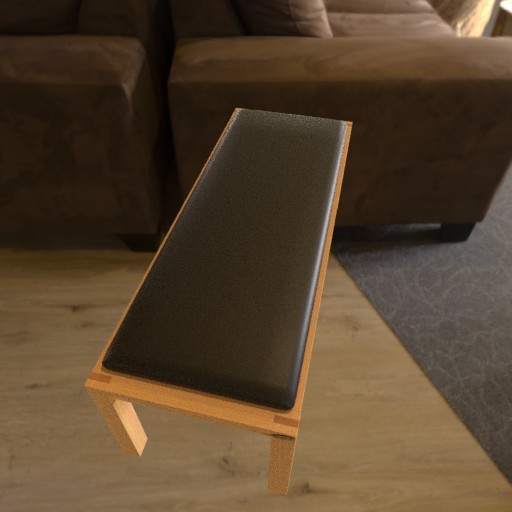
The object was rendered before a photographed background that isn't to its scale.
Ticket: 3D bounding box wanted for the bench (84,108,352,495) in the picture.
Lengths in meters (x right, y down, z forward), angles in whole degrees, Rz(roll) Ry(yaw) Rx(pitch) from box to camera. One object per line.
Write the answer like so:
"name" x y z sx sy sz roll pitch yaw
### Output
"bench" 0.000 0.000 1.408 0.450 0.430 1.202 10 47 9
